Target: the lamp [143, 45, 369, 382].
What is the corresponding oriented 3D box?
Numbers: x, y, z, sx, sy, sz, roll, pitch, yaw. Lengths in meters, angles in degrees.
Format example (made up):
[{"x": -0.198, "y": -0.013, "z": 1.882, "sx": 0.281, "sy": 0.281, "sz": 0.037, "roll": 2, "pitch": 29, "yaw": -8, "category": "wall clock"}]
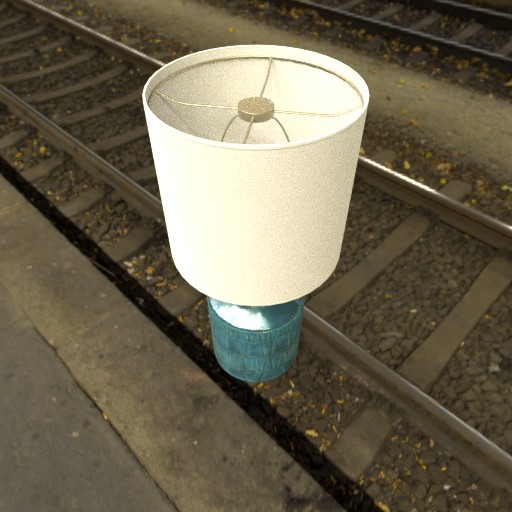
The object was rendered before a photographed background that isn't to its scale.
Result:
[{"x": 0.000, "y": 0.000, "z": 0.580, "sx": 0.211, "sy": 0.455, "sz": 0.211, "roll": 17, "pitch": 48, "yaw": 16, "category": "lamp"}]
